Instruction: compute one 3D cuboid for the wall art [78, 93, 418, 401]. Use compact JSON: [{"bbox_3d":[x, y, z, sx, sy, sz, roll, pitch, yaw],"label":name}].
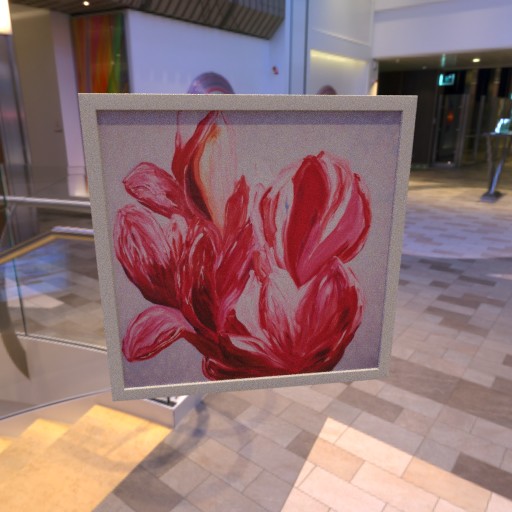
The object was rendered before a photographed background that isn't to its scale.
[{"bbox_3d":[0.000,0.000,0.967,0.664,0.661,0.020,-2,18,-8],"label":"wall art"}]
